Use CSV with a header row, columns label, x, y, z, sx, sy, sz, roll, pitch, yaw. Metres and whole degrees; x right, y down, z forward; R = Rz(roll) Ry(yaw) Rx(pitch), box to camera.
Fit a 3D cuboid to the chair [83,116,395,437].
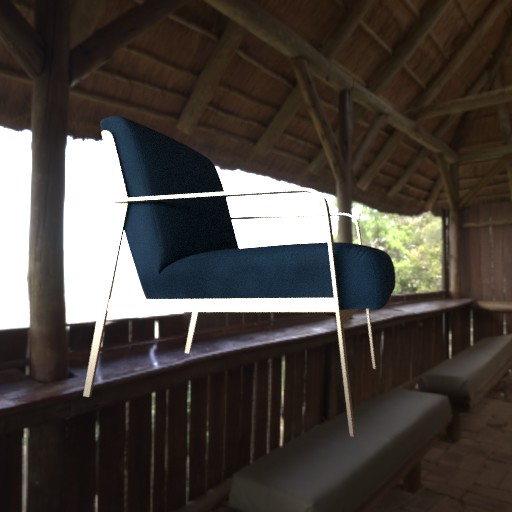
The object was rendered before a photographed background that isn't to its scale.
label,x,y,z,sx,sy,sz,roll,pitch,yaw
chair,0.000,0.000,1.458,0.859,0.831,0.692,0,0,19
